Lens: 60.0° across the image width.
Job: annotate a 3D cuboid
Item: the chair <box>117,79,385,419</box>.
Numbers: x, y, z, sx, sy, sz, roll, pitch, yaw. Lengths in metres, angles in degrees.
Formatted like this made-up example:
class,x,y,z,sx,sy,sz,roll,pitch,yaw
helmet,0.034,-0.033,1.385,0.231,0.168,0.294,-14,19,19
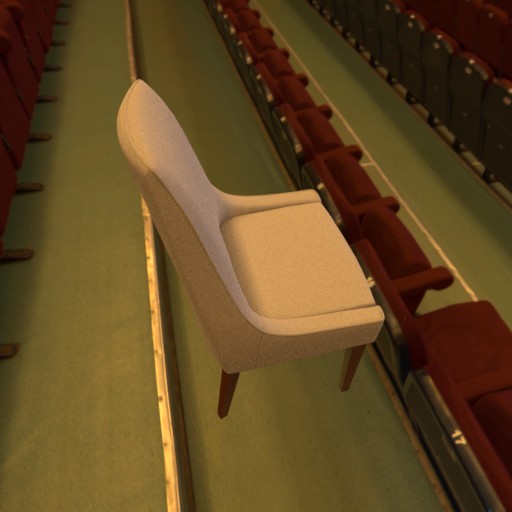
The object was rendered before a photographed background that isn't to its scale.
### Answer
class,x,y,z,sx,sy,sz,roll,pitch,yaw
chair,0.000,0.000,1.179,0.544,0.861,0.529,-10,46,-10
